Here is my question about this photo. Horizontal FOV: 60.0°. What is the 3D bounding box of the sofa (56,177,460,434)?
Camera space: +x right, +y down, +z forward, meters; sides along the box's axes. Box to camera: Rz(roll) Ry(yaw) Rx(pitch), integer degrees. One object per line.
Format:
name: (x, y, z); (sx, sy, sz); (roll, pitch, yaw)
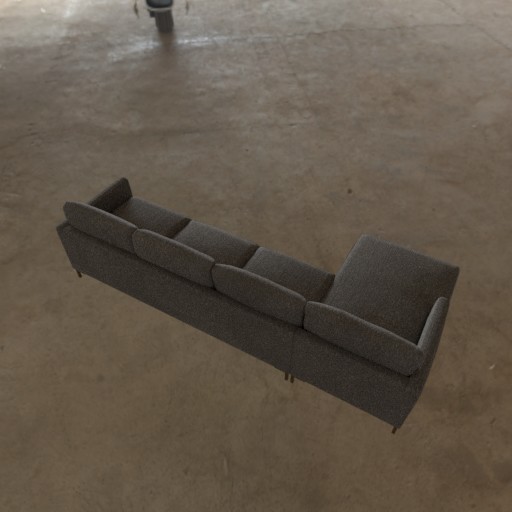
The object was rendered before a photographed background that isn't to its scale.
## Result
sofa: (0.000, 0.000, 3.536); (2.932, 0.810, 1.350); (22, 50, 20)
